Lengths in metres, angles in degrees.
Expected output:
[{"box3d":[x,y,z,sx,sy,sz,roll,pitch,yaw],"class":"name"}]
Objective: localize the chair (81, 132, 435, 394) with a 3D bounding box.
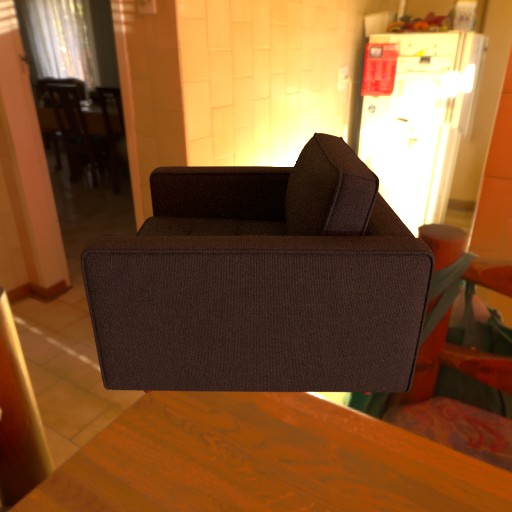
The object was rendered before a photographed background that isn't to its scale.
[{"box3d":[0.000,0.000,1.581,0.919,0.770,0.899,0,25,1],"class":"chair"}]
